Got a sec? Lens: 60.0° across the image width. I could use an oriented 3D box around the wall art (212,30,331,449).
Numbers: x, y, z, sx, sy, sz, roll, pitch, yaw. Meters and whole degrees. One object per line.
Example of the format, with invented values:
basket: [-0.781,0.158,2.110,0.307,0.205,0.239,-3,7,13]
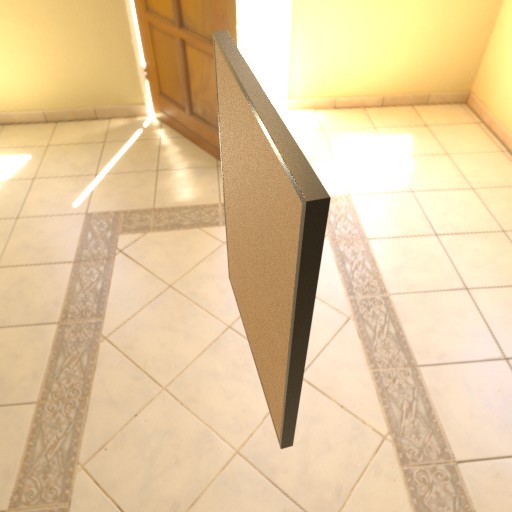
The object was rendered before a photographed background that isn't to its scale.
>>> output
wall art: [0.000,0.000,1.363,0.043,1.046,0.788,-11,47,-10]
